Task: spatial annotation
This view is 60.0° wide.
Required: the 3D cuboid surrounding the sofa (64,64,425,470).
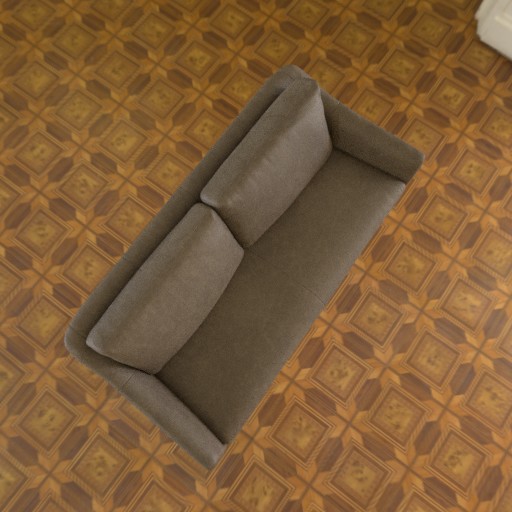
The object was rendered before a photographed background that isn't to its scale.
[{"bbox_3d":[0.000,0.000,2.500,0.960,0.902,2.036,35,78,8],"label":"sofa"}]
